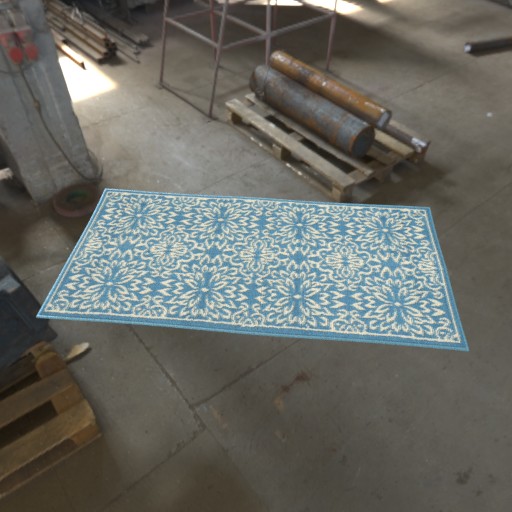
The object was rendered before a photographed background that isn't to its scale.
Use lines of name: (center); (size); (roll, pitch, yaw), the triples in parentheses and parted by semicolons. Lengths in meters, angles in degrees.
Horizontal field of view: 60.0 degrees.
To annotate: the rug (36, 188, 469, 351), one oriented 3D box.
rug: (0.000, 0.000, 1.447); (1.219, 0.007, 0.604); (4, 46, 4)
